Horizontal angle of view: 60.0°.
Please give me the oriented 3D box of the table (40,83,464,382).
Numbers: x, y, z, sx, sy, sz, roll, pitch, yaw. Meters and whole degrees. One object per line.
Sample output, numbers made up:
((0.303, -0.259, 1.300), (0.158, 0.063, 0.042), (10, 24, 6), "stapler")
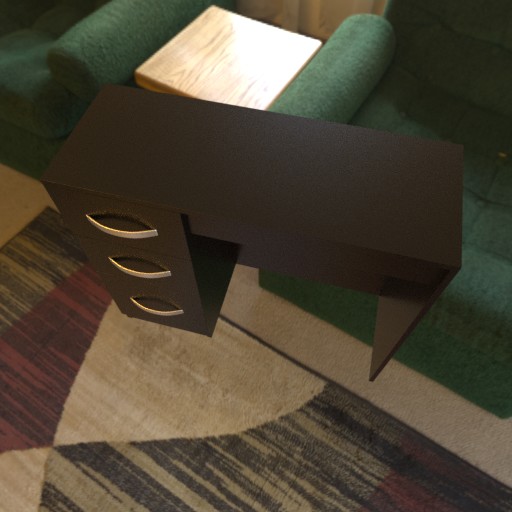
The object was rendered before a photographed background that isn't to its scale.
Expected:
((0.000, 0.000, 1.363), (0.930, 0.790, 0.380), (12, 59, 8), "table")
